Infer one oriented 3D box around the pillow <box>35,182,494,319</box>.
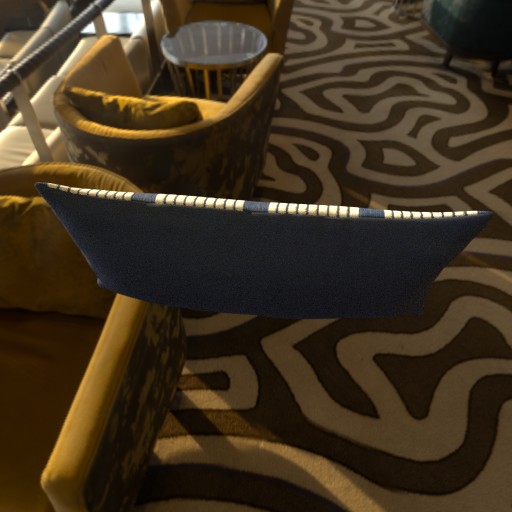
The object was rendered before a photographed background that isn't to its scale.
[{"bbox_3d":[0.000,0.000,0.706,0.608,0.292,0.156,4,47,4],"label":"pillow"}]
